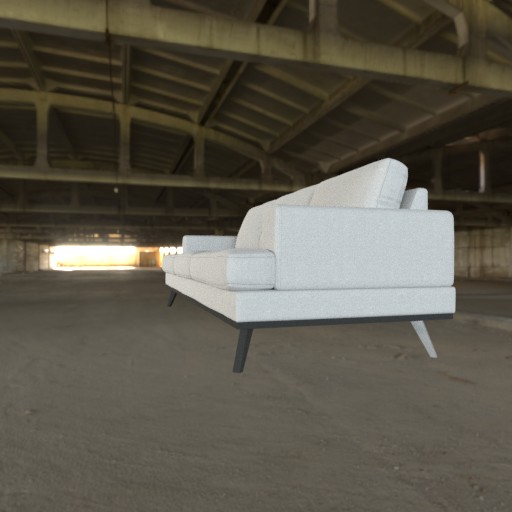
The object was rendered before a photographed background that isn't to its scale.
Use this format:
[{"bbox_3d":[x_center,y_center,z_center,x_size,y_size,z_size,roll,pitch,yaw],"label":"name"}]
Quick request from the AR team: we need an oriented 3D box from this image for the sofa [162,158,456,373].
[{"bbox_3d":[0.000,0.000,2.680,0.920,0.810,2.310,0,0,-17],"label":"sofa"}]
